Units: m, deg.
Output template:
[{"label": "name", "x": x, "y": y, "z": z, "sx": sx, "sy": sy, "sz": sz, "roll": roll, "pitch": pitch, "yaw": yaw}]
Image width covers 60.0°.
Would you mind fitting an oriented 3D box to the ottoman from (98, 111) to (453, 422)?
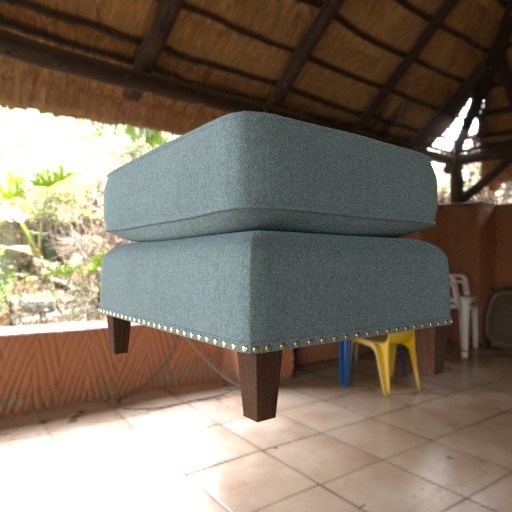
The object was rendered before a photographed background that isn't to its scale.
[{"label": "ottoman", "x": 0.000, "y": 0.000, "z": 1.127, "sx": 0.589, "sy": 0.537, "sz": 0.738, "roll": 1, "pitch": -1, "yaw": -37}]
